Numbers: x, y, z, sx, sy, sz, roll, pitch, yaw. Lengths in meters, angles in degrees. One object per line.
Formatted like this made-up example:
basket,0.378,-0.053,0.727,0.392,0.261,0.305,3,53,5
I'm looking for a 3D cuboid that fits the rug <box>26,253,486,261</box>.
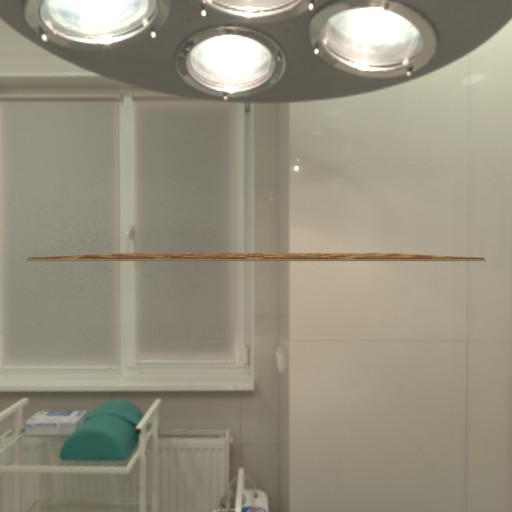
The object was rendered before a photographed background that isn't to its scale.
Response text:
rug,0.000,0.000,2.978,2.286,0.016,1.555,0,1,0
